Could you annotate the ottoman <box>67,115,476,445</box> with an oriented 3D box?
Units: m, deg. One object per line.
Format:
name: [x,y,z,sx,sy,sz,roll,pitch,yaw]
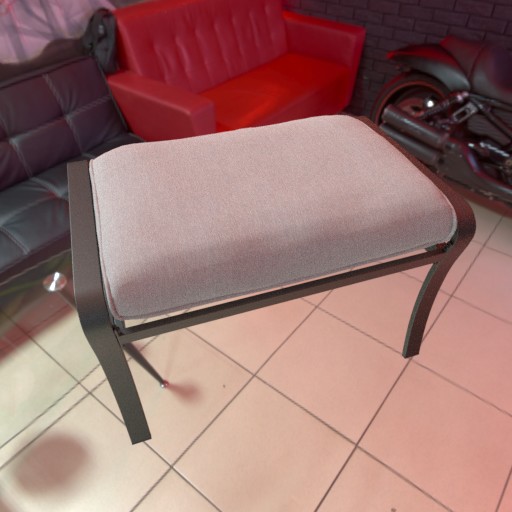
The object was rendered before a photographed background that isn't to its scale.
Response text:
ottoman: [0.000,0.000,0.874,0.610,0.422,0.406,-13,44,-14]
